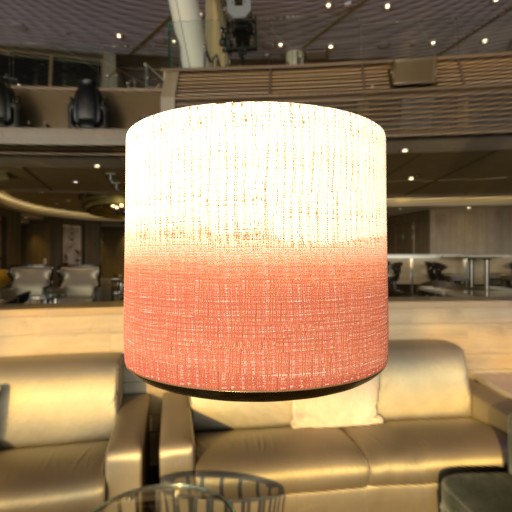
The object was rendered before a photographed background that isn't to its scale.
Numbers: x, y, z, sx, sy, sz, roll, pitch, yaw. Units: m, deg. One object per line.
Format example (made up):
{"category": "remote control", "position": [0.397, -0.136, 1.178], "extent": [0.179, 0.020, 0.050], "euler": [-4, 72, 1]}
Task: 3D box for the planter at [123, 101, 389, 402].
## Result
{"category": "planter", "position": [0.000, 0.000, 0.310], "extent": [0.178, 0.157, 0.178], "euler": [0, 0, 0]}
